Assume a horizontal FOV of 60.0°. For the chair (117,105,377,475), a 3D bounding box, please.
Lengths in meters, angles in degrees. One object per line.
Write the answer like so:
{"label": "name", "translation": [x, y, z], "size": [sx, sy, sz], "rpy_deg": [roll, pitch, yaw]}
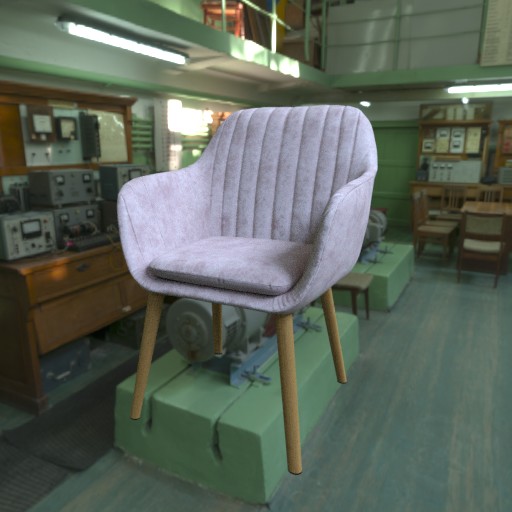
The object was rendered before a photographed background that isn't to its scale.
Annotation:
{"label": "chair", "translation": [0.000, 0.000, 1.237], "size": [0.610, 0.832, 0.570], "rpy_deg": [7, 16, 25]}
